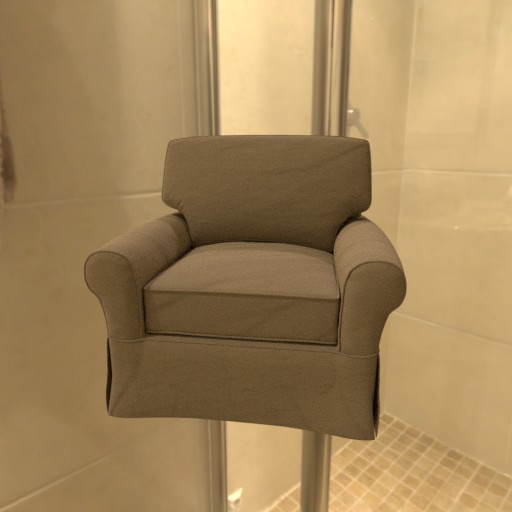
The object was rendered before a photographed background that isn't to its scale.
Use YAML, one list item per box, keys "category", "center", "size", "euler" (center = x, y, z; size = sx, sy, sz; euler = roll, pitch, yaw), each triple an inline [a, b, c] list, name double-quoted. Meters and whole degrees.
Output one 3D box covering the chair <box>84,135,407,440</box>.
- category: "chair"
  center: [0.000, 0.000, 1.909]
  size: [1.135, 1.017, 0.988]
  euler: [2, 14, 8]
